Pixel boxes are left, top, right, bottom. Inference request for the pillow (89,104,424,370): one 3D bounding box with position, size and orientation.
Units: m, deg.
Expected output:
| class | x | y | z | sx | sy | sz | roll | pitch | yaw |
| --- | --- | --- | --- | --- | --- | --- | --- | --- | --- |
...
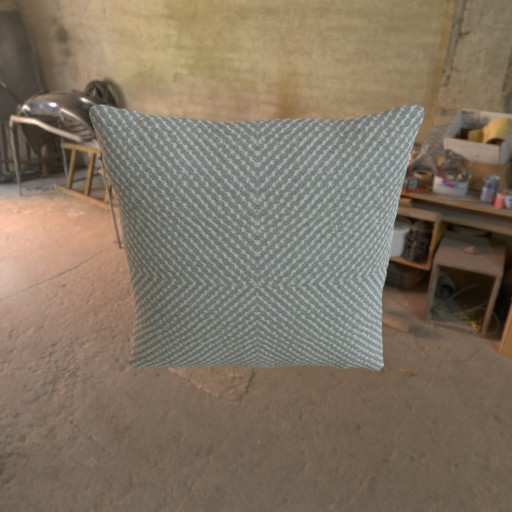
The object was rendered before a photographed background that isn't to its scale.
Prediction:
| class | x | y | z | sx | sy | sz | roll | pitch | yaw |
| --- | --- | --- | --- | --- | --- | --- | --- | --- | --- |
| pillow | 0.000 | 0.000 | 0.703 | 0.459 | 0.458 | 0.181 | 0 | 29 | 1 |
